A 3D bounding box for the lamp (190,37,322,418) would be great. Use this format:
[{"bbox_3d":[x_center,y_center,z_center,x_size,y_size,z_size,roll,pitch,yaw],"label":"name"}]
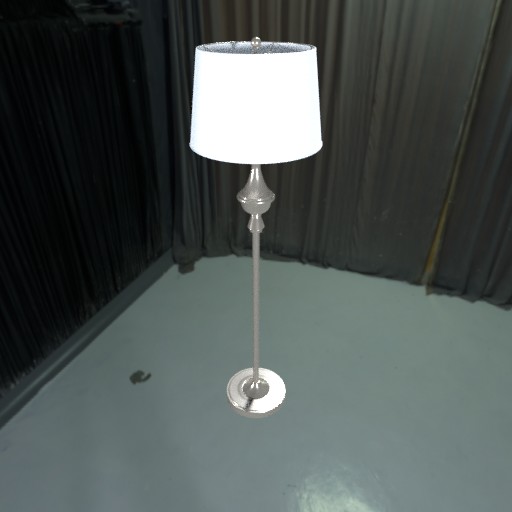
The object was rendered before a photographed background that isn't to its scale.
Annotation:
[{"bbox_3d":[0.000,0.000,1.675,0.431,1.488,0.431,0,31,0],"label":"lamp"}]
